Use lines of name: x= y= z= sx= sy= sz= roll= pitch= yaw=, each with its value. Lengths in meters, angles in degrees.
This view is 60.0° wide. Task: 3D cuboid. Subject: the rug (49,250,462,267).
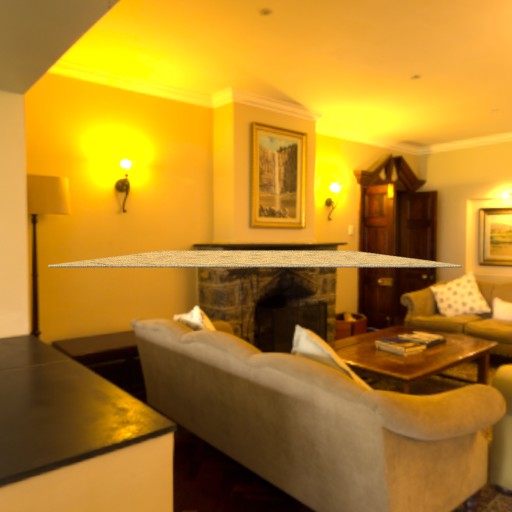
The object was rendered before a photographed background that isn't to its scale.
rug: x=0.000 y=0.000 z=4.126 sx=2.441 sy=0.016 sz=3.050 roll=0 pitch=2 yaw=0
